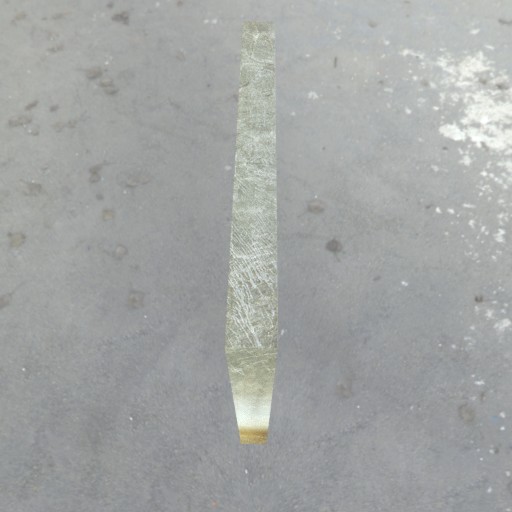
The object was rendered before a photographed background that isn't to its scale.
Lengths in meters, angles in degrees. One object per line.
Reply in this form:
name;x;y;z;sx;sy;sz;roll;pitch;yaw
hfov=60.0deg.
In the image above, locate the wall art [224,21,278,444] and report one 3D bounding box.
wall art;0.000;0.000;0.594;0.038;0.407;0.405;1;58;1
